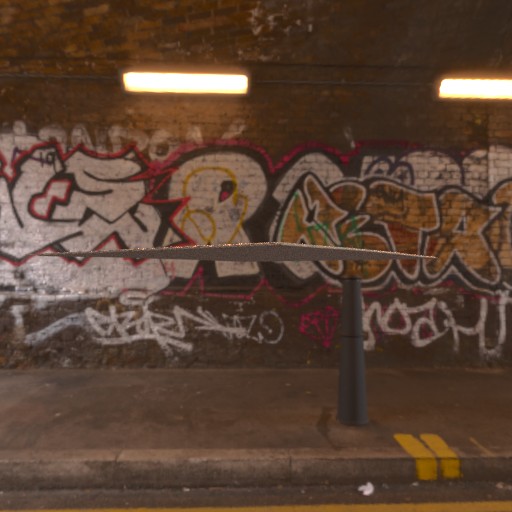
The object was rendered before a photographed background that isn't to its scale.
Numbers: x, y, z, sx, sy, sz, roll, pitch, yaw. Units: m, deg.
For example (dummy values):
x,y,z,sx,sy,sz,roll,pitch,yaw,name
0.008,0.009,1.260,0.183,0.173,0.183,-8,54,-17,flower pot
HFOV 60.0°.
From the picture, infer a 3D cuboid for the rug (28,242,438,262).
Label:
x,y,z,sx,sy,sz,roll,pitch,yaw,name
0.000,0.000,4.824,2.892,0.036,3.585,-1,-2,37,rug
